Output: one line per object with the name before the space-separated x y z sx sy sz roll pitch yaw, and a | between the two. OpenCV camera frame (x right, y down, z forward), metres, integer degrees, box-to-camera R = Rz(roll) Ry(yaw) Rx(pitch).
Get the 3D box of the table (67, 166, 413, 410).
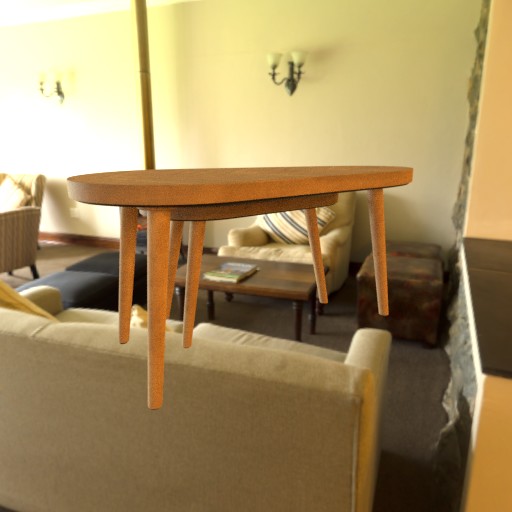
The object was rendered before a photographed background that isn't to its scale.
table | 0.000 0.000 1.566 1.190 0.595 0.701 -7 17 -26
